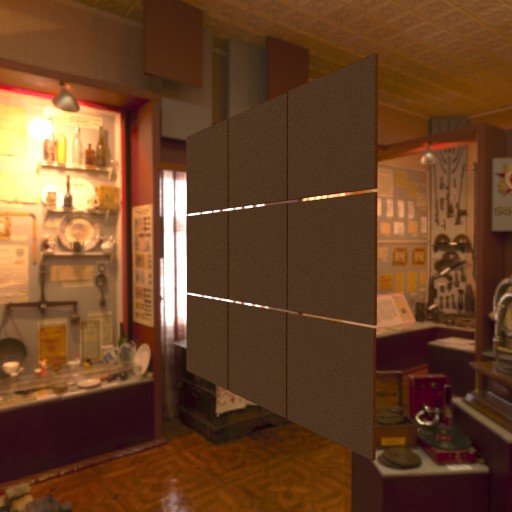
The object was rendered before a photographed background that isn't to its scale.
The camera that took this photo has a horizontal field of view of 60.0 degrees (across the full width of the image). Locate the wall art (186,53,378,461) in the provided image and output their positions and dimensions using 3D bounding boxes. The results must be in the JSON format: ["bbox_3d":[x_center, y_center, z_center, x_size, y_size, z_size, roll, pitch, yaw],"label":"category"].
[{"bbox_3d":[0.000,0.000,1.370,0.010,0.917,0.919,-1,1,-36],"label":"wall art"}]
